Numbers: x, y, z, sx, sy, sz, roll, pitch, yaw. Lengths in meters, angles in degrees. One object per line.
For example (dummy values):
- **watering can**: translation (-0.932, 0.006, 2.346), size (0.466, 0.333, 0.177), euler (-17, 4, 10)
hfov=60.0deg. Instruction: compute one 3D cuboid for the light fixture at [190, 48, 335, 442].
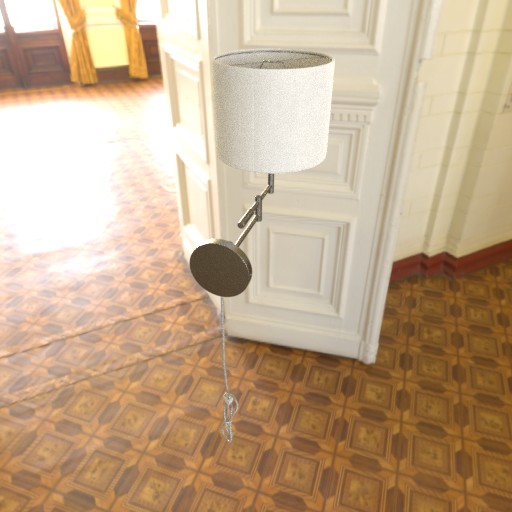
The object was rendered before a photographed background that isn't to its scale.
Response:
- **light fixture**: translation (0.000, 0.000, 1.058), size (0.253, 0.842, 0.479), euler (10, 35, 15)
